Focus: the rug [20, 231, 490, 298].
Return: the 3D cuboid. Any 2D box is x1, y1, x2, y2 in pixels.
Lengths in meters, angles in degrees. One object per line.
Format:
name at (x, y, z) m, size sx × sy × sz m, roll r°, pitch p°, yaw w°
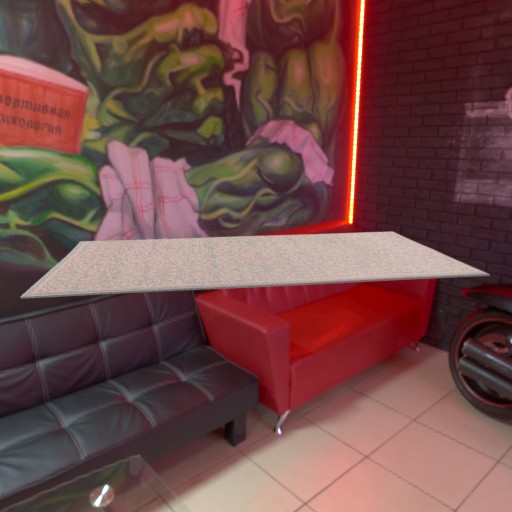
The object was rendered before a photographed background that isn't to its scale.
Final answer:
rug at (0.000, 0.000, 1.424) m, size 1.219 × 0.007 × 0.604 m, roll -2°, pitch 15°, yaw -8°
